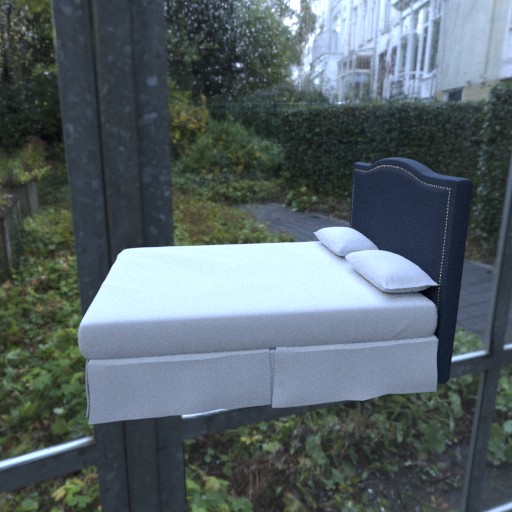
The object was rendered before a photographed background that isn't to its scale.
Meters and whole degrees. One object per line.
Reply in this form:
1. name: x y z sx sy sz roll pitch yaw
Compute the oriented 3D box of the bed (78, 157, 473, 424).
1. bed: 0.000 0.000 3.349 2.282 1.436 1.821 -2 15 -8
